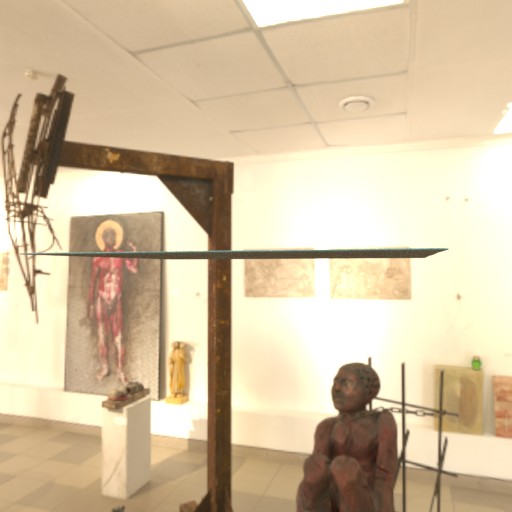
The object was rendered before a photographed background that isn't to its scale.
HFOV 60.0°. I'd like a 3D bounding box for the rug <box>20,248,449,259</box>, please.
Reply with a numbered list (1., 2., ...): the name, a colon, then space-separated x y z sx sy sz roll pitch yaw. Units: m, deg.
1. rug: 0.000 0.000 4.006 2.980 0.012 2.363 0 -2 18
